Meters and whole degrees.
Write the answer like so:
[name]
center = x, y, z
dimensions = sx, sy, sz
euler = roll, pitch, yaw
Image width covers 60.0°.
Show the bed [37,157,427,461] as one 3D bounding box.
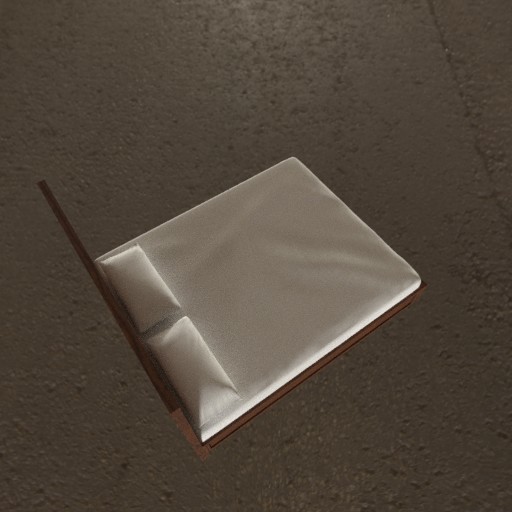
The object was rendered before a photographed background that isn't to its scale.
[bed]
center = 0.000, 0.000, 3.435
dimensions = 2.218, 1.487, 1.765
euler = -31, 62, -18
